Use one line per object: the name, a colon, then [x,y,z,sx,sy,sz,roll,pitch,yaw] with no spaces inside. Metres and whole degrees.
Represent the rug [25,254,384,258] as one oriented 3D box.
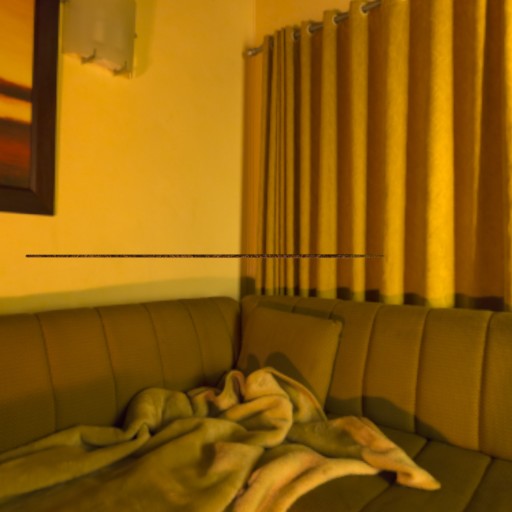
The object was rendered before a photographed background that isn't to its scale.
rug: [0.000,0.000,2.292,1.189,0.011,1.808,0,0,19]
